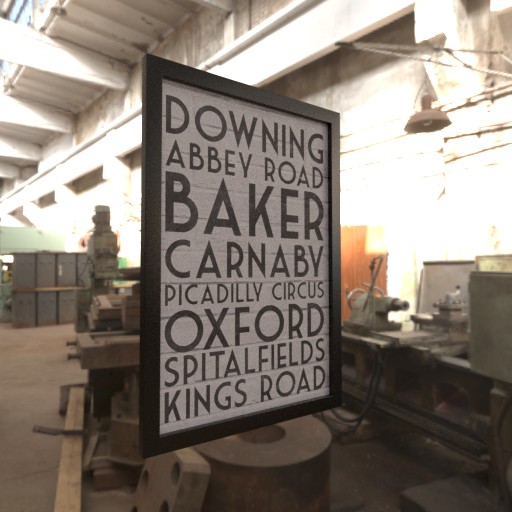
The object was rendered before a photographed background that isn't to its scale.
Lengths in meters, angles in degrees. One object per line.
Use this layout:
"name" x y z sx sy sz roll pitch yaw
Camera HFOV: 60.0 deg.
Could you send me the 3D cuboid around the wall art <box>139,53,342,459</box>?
"wall art" 0.000 0.000 0.861 0.462 0.656 0.019 1 -2 -37
